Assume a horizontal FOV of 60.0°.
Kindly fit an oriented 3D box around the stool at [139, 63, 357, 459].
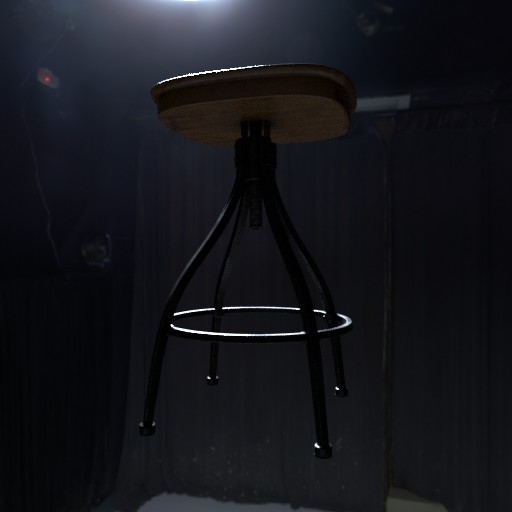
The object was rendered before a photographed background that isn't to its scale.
[{"bbox_3d":[0.000,0.000,0.986,0.432,0.694,0.424,0,0,16],"label":"stool"}]
